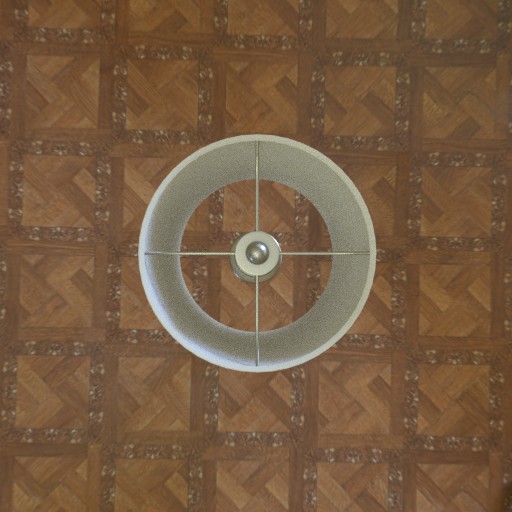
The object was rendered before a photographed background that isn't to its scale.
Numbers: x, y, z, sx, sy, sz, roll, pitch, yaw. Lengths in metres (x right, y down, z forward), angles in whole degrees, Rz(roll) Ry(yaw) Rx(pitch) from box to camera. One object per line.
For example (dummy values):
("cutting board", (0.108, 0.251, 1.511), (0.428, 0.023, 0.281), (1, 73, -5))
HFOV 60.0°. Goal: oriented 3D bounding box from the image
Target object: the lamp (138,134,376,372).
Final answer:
("lamp", (0.000, 0.000, 0.803), (0.254, 0.690, 0.254), (0, 89, 0))
